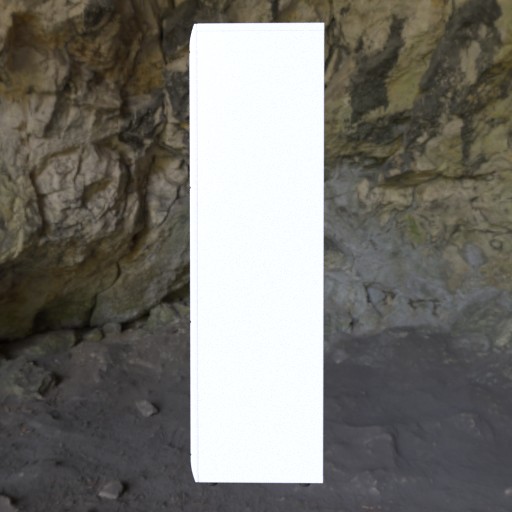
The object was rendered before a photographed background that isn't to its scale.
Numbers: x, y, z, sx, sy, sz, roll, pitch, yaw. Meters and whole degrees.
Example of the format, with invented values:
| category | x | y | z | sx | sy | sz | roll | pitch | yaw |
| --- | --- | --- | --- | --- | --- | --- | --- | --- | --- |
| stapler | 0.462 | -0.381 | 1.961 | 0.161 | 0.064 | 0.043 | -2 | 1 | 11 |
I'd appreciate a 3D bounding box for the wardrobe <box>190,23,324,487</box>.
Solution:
| category | x | y | z | sx | sy | sz | roll | pitch | yaw |
| --- | --- | --- | --- | --- | --- | --- | --- | --- | --- |
| wardrobe | 0.000 | 0.000 | 1.588 | 0.360 | 1.200 | 0.900 | 0 | 1 | 1 |
